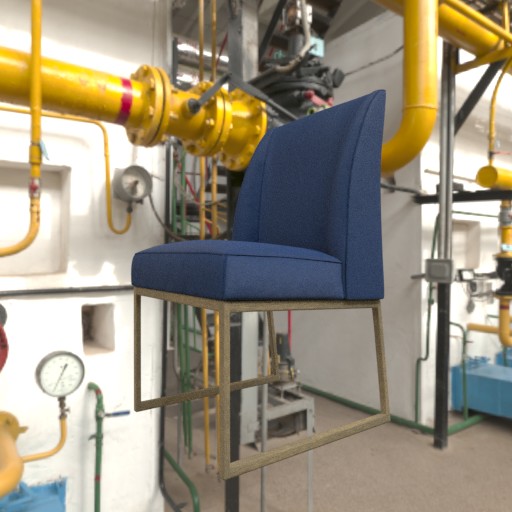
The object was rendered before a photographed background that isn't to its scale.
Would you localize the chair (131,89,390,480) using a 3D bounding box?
[{"bbox_3d":[0.000,0.000,1.188,0.522,0.863,0.508,0,1,-36],"label":"chair"}]
